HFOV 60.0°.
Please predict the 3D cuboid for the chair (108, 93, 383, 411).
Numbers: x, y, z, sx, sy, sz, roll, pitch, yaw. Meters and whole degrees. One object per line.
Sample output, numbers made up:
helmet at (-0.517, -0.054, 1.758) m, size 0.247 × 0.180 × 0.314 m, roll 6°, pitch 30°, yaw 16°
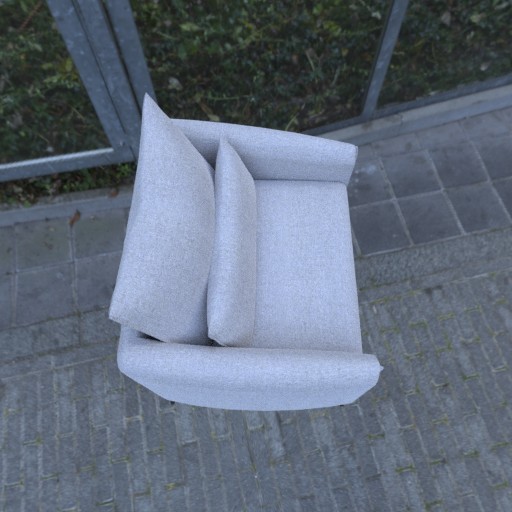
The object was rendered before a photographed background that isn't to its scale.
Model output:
chair at (0.000, 0.000, 1.650) m, size 0.801 × 0.856 × 1.029 m, roll 1°, pitch 64°, yaw 0°
